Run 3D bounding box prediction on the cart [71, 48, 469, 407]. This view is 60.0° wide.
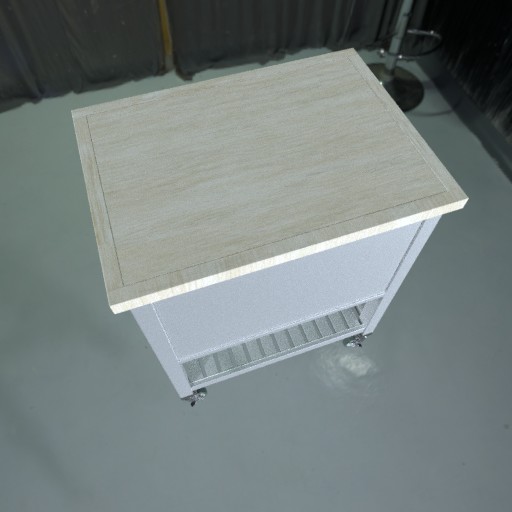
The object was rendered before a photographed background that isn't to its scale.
[{"bbox_3d":[0.000,0.000,1.401,0.762,0.914,0.559,-17,60,-10],"label":"cart"}]
